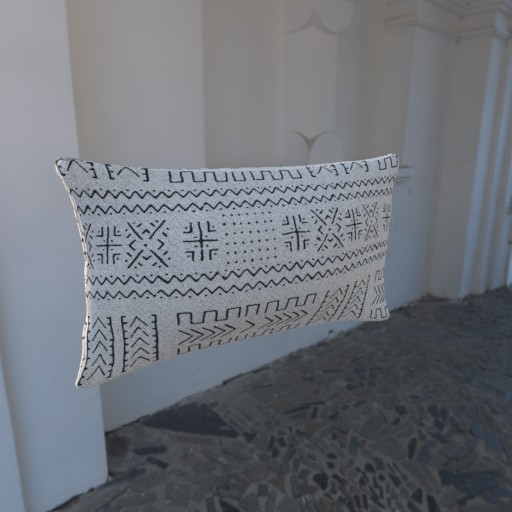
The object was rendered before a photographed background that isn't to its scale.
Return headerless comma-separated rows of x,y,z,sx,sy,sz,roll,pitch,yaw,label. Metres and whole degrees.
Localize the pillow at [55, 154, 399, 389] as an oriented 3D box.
0.000,0.000,0.792,0.637,0.352,0.188,-7,16,-27,pillow
